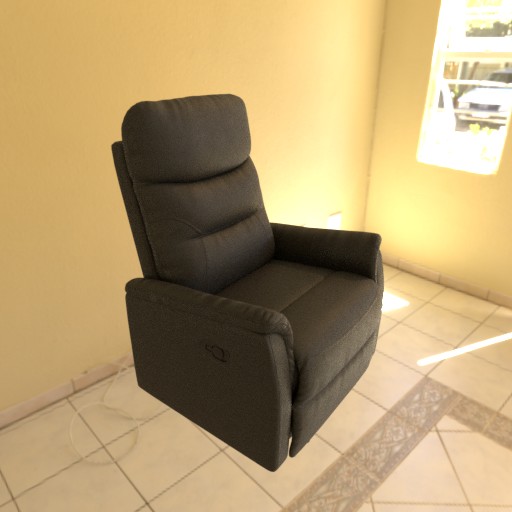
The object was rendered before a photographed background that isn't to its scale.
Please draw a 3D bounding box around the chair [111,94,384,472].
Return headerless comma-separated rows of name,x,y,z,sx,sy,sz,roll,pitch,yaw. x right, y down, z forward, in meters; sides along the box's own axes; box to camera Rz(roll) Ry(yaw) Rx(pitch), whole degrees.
chair,0.000,0.000,1.627,0.831,1.082,0.775,18,30,33
